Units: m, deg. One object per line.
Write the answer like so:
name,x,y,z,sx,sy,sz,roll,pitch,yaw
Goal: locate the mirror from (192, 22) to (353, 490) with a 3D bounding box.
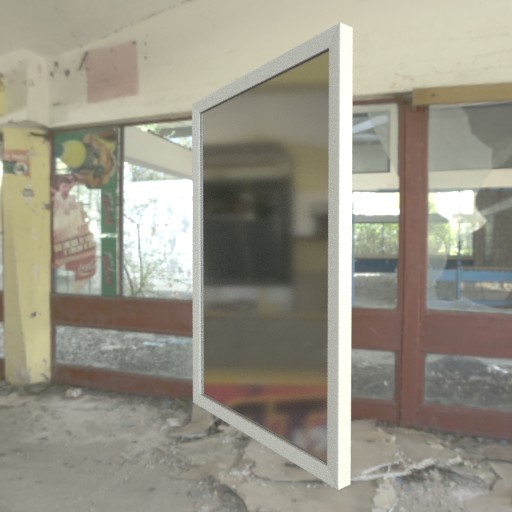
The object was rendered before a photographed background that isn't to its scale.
mirror,0.000,0.000,1.124,0.041,0.914,0.609,-1,2,-36
